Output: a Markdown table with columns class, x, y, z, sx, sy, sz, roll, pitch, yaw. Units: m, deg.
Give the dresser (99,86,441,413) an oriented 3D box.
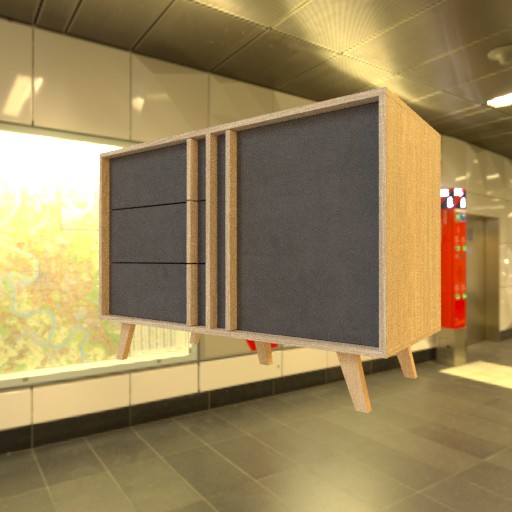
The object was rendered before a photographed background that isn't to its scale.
| class | x | y | z | sx | sy | sz | roll | pitch | yaw |
| --- | --- | --- | --- | --- | --- | --- | --- | --- | --- |
| dresser | 0.000 | 0.000 | 1.553 | 1.110 | 0.780 | 0.500 | 0 | 0 | 36 |
